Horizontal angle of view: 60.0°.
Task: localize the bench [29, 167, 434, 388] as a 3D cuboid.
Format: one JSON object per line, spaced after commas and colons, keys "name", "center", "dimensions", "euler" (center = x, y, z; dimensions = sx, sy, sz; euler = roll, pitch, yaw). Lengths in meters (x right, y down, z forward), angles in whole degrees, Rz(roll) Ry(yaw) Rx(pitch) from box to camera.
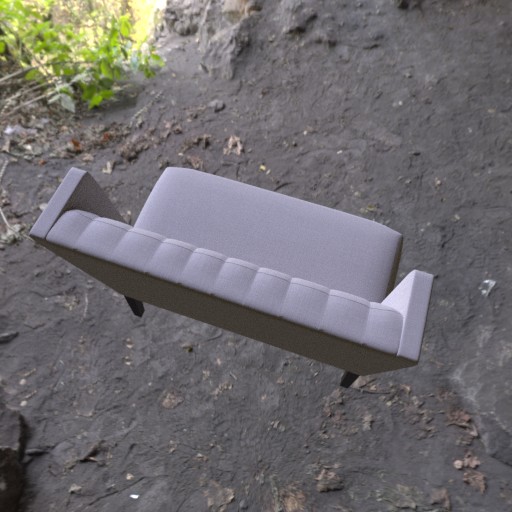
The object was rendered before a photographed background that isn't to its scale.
{"name": "bench", "center": [0.000, 0.000, 1.994], "dimensions": [1.280, 1.123, 0.847], "euler": [17, 65, 8]}
